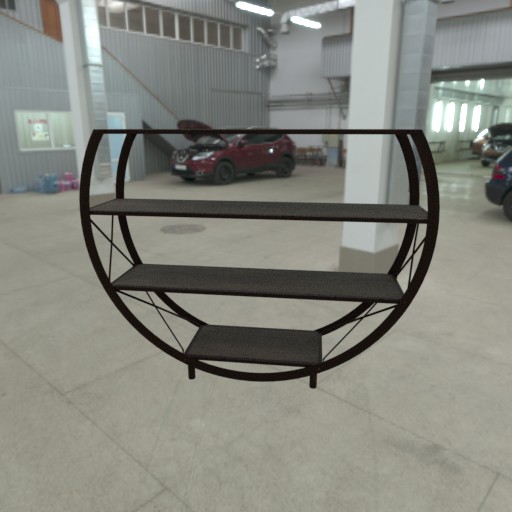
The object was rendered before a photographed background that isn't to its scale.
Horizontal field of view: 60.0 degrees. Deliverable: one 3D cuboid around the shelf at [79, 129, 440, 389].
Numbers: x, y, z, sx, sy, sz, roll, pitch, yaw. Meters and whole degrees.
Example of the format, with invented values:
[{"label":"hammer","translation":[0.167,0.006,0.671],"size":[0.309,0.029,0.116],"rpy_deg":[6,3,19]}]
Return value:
[{"label":"shelf","translation":[0.000,0.000,1.932],"size":[1.403,1.063,0.344],"rpy_deg":[2,16,7]}]
